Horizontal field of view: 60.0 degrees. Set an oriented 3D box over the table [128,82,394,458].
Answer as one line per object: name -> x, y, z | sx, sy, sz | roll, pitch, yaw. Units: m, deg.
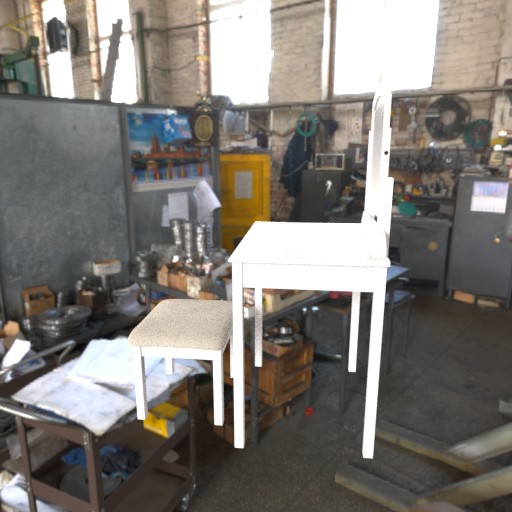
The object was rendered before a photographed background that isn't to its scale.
table -> 0.000, 0.000, 2.247 | 1.211, 1.631, 0.876 | 2, 14, 7
